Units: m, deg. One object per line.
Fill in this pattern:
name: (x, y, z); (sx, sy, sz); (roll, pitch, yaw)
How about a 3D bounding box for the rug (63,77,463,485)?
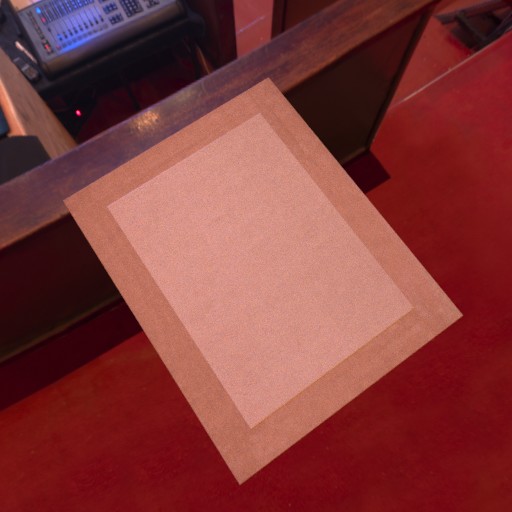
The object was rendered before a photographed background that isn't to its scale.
rug: (0.000, 0.000, 4.145); (2.438, 0.014, 3.048); (-34, 77, -9)
